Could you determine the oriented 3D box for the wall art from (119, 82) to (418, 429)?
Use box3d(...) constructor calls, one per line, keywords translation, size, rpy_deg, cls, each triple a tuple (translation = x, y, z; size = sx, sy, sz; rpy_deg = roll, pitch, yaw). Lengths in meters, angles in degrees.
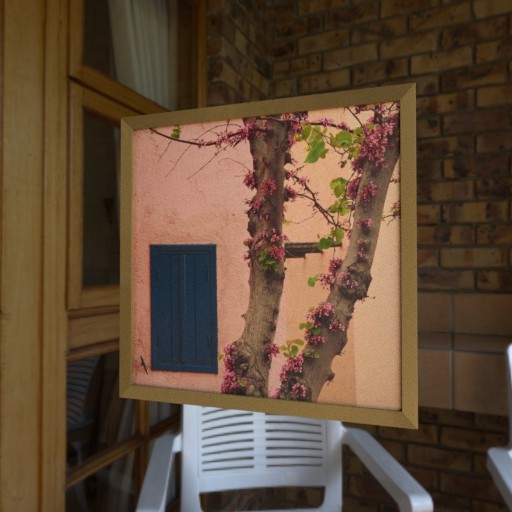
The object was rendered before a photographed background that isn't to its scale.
box3d(translation=(0.000, 0.000, 0.746), size=(0.507, 0.508, 0.038), rpy_deg=(0, -1, 18), cls="wall art")
